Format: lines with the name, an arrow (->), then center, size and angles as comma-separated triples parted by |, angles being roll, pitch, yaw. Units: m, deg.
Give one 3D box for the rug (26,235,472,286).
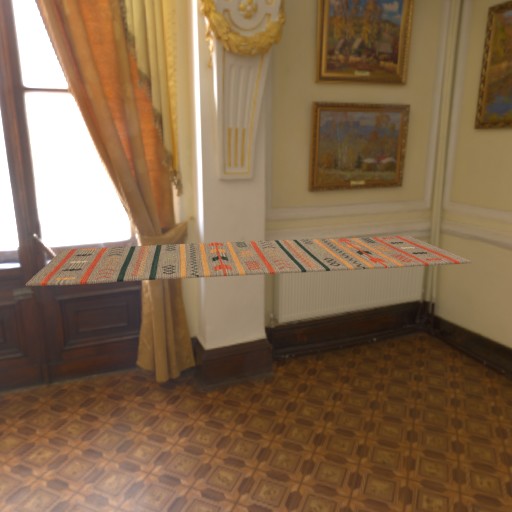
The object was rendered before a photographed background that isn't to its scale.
rug -> 0.000, 0.000, 2.713 | 2.419, 0.022, 0.744 | -3, 15, -10
